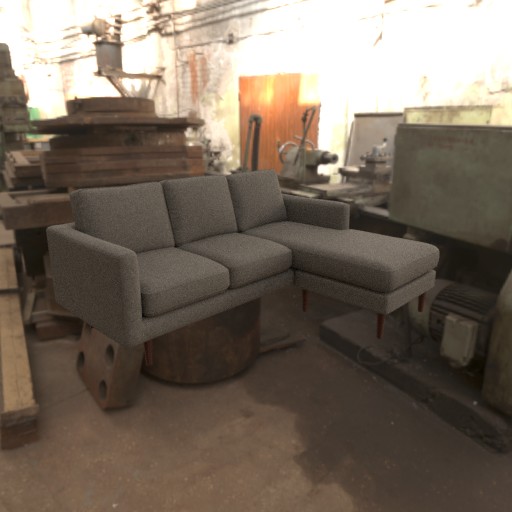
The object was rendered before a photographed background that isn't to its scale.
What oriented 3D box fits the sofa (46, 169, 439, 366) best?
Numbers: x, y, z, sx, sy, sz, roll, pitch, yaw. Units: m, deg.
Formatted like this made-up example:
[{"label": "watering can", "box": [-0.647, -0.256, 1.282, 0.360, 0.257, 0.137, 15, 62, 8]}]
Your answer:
[{"label": "sofa", "box": [0.000, 0.000, 2.967, 1.667, 0.957, 2.055, 16, 23, 42]}]
